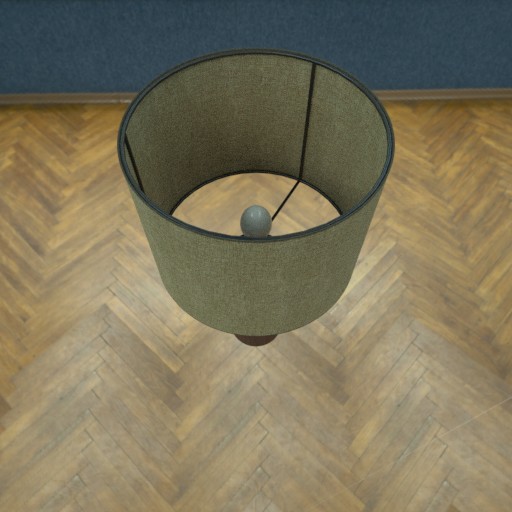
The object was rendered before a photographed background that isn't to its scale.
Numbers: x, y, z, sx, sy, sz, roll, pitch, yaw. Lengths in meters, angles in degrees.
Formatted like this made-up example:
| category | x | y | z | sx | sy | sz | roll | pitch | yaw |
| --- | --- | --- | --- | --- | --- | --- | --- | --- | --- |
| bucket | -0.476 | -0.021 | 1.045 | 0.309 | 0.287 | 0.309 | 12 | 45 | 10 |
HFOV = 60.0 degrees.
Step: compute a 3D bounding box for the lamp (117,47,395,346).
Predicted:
| category | x | y | z | sx | sy | sz | roll | pitch | yaw |
| --- | --- | --- | --- | --- | --- | --- | --- | --- | --- |
| lamp | 0.000 | 0.000 | 0.473 | 0.202 | 0.350 | 0.202 | 0 | 57 | 0 |
